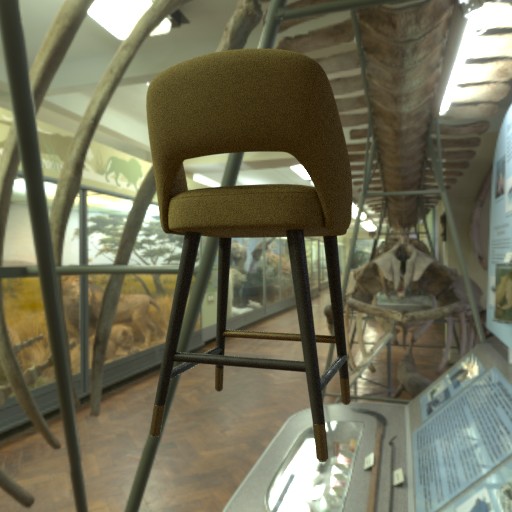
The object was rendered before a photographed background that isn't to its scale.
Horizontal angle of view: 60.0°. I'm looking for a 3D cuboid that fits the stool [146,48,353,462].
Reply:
[{"bbox_3d":[0.000,0.000,1.246,0.536,0.939,0.522,0,0,19],"label":"stool"}]
